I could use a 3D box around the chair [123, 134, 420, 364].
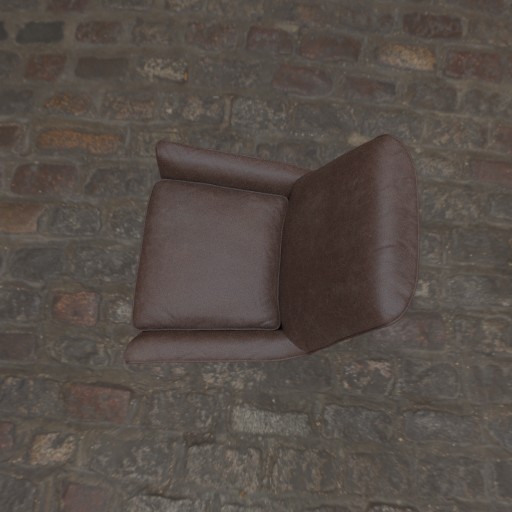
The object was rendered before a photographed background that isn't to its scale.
[{"bbox_3d":[0.000,0.000,1.525,0.824,0.888,0.787,5,76,1],"label":"chair"}]
